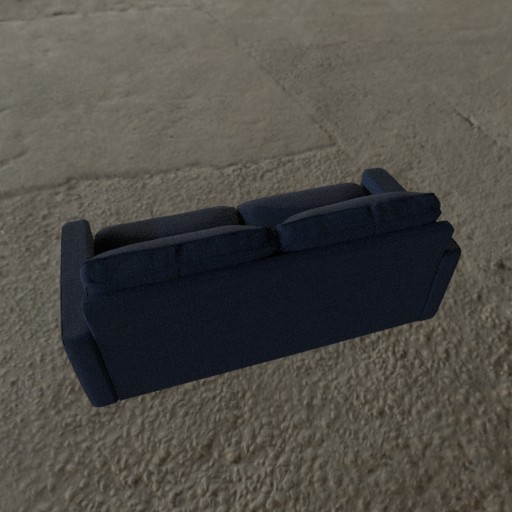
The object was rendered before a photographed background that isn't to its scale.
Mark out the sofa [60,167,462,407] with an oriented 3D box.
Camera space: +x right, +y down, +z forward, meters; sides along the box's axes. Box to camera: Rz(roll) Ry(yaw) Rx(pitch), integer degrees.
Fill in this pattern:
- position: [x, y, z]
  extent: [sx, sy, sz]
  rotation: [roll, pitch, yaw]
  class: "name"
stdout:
- position: [0.000, 0.000, 2.553]
  extent: [2.080, 0.919, 0.940]
  rotation: [-12, 44, -13]
  class: "sofa"
